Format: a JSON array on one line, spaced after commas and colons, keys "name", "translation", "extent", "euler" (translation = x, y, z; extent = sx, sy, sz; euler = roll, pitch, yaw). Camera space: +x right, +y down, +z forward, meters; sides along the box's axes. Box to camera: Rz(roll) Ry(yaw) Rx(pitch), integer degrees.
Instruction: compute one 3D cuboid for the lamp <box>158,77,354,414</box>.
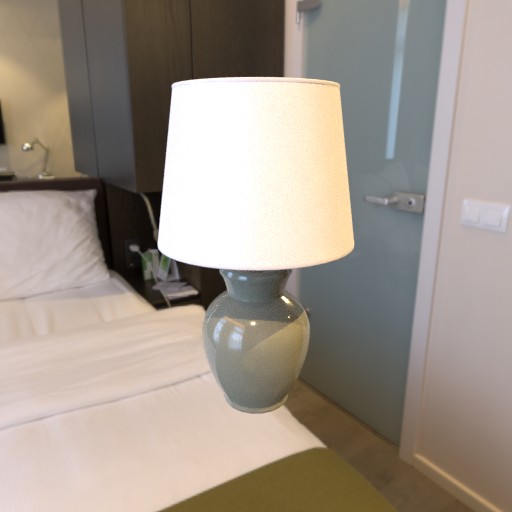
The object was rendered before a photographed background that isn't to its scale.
[{"name": "lamp", "translation": [0.000, 0.000, 0.557], "extent": [0.239, 0.399, 0.239], "euler": [0, 16, 0]}]
